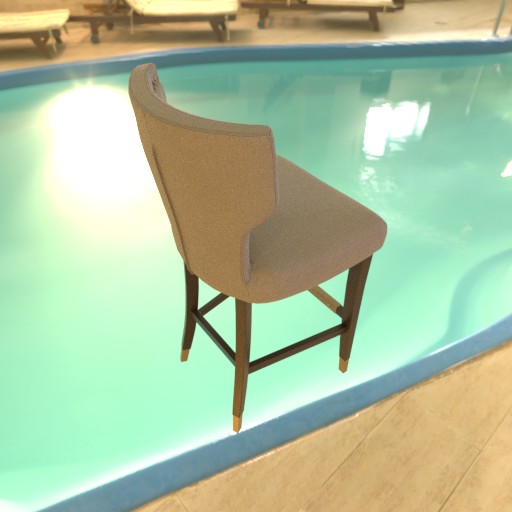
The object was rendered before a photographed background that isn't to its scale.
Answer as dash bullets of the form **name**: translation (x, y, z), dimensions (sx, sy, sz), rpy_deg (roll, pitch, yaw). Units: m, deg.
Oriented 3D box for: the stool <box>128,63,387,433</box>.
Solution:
- **stool**: translation (0.000, 0.000, 1.364), dimensions (0.563, 1.092, 0.526), rpy_deg (-27, 47, -27)
